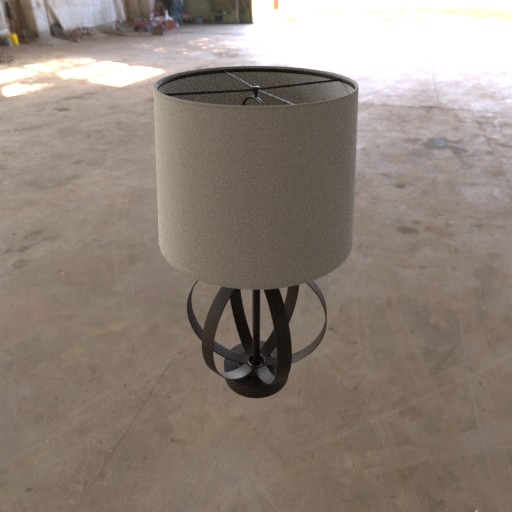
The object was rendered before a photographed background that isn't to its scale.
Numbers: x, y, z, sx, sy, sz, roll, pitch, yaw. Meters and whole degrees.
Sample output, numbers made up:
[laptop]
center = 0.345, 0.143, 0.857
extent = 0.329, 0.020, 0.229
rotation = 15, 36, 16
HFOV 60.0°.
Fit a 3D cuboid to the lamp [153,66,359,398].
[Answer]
[lamp]
center = 0.000, 0.000, 0.687
extent = 0.286, 0.510, 0.286
rotation = 0, 32, 0
